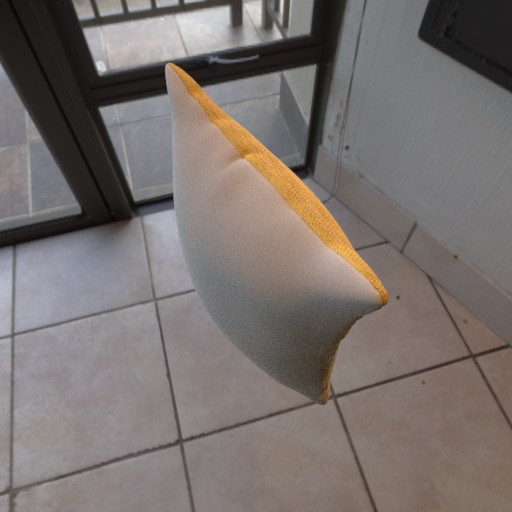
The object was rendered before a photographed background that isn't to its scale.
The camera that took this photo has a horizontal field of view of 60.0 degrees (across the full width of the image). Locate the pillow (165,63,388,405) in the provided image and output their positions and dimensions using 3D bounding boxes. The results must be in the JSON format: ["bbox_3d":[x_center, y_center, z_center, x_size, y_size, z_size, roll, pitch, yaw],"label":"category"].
[{"bbox_3d":[0.000,0.000,0.717,0.211,0.450,0.450,-30,64,-17],"label":"pillow"}]
